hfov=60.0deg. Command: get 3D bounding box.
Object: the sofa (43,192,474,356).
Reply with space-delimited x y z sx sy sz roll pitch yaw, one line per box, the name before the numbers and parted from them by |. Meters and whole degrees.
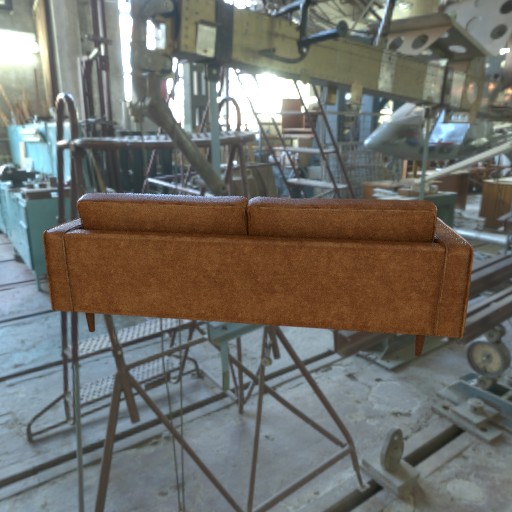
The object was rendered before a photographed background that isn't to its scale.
sofa | 0.000 0.000 2.638 2.199 0.779 0.886 3 16 9
